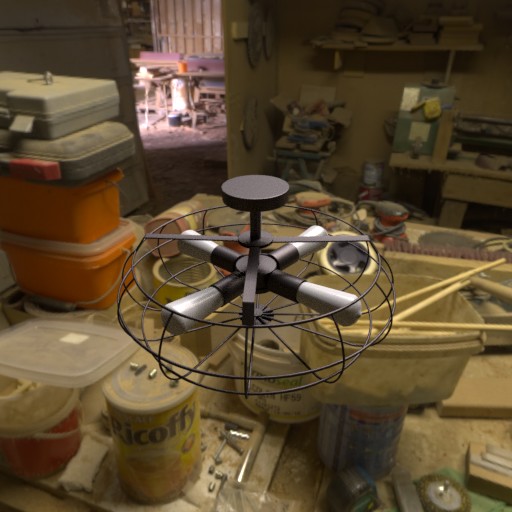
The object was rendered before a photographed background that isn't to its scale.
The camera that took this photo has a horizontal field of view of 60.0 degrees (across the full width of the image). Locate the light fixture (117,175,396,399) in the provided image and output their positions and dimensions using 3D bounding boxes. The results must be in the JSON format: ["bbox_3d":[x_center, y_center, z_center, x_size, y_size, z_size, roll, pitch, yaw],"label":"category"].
[{"bbox_3d":[0.000,0.000,0.929,0.582,0.311,0.582,0,28,0],"label":"light fixture"}]
